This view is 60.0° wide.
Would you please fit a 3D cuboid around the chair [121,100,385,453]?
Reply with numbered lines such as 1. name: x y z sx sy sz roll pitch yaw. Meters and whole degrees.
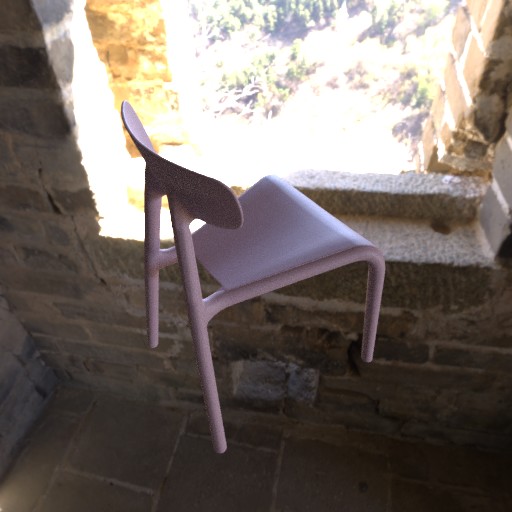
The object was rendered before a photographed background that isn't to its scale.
1. chair: 0.000 0.000 0.825 0.401 0.580 0.356 -26 48 -25
